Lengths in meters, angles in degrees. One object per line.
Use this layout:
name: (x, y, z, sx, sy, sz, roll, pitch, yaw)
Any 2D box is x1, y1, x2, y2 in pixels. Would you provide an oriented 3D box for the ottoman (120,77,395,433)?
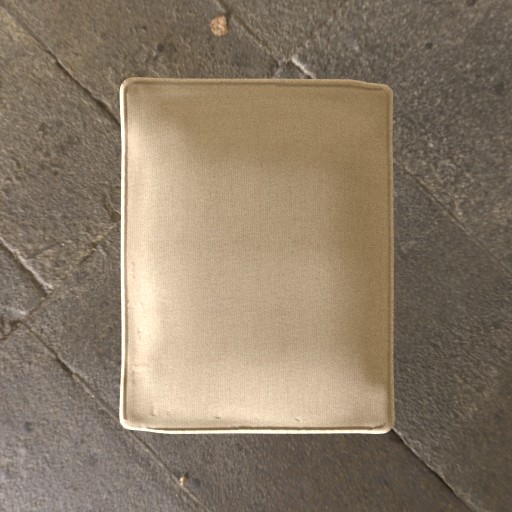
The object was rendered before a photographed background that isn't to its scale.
ottoman: (0.000, 0.000, 1.211, 0.650, 0.485, 0.833, 0, 89, -1)
